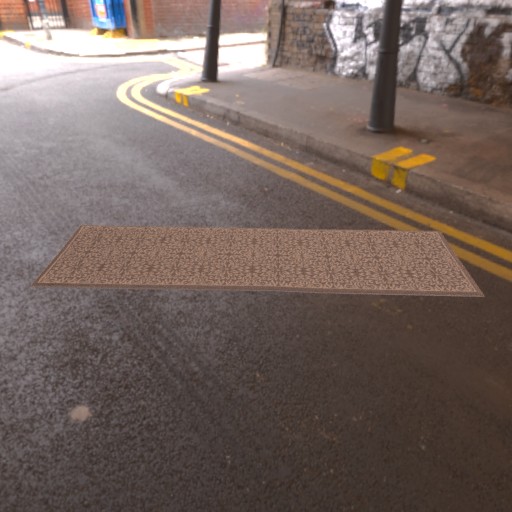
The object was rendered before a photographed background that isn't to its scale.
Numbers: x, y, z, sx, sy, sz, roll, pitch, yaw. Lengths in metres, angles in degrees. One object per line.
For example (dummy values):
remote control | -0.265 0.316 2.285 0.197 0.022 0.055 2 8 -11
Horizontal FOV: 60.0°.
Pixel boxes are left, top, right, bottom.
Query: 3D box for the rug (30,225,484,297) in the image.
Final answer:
rug | 0.000 0.000 2.418 2.196 0.011 0.662 1 31 2
